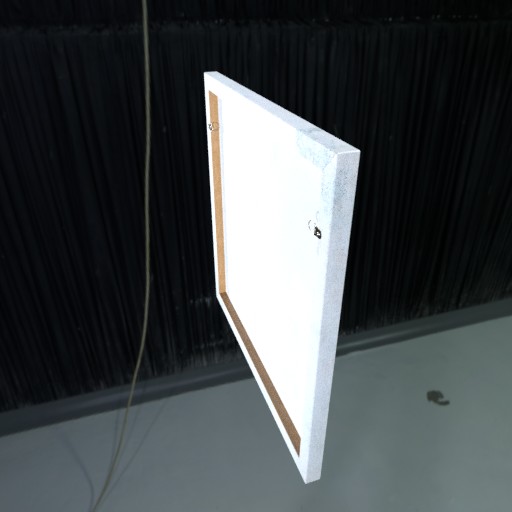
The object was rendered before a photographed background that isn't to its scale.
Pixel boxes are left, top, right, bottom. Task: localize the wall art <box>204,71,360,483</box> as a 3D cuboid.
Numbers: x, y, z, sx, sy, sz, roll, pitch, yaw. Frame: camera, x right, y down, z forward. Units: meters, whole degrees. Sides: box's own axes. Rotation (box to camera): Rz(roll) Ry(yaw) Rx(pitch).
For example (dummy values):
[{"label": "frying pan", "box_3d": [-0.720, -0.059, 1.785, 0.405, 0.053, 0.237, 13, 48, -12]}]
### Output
[{"label": "wall art", "box_3d": [0.000, 0.000, 1.116, 0.041, 0.762, 0.762, -10, 32, -17]}]
